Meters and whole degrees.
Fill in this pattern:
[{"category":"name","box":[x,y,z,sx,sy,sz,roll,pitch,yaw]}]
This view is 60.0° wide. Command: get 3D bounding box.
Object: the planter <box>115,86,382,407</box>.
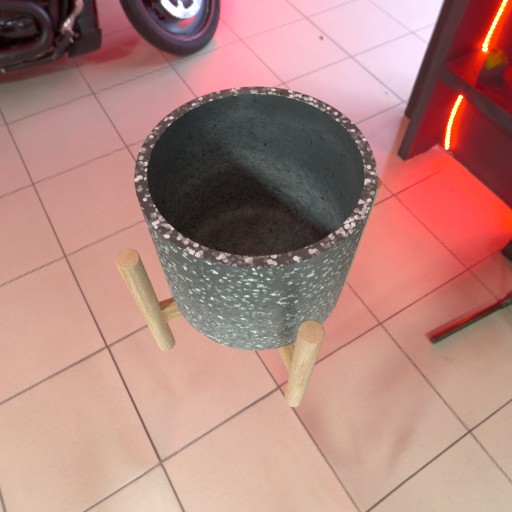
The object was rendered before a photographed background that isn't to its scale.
[{"category":"planter","box":[0.000,0.000,0.544,0.284,0.320,0.284,1,58,1]}]
